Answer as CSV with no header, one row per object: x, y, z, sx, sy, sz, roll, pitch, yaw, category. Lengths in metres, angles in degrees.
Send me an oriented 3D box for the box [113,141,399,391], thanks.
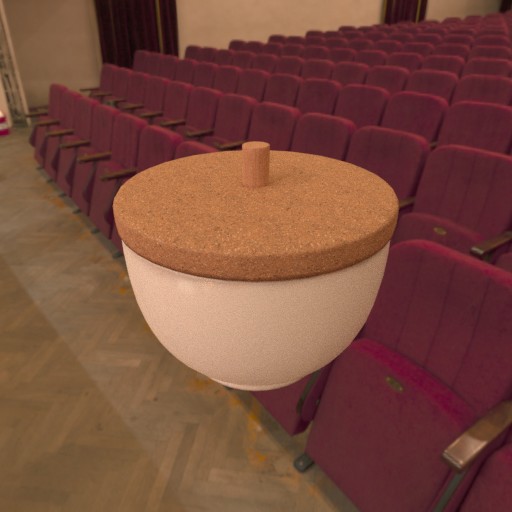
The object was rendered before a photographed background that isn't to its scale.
0.000,0.000,0.186,0.107,0.094,0.107,0,29,0,box
